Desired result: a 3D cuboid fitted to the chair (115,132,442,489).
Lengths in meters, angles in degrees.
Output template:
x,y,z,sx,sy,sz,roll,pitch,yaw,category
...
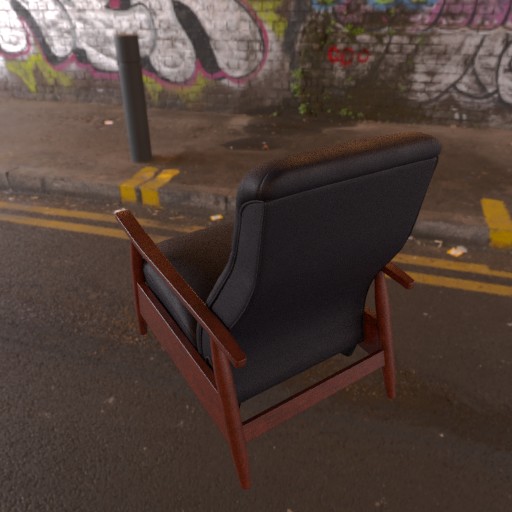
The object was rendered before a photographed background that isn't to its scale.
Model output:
x,y,z,sx,sy,sz,roll,pitch,yaw,category
0.000,0.000,1.716,0.762,1.082,1.014,-18,35,-28,chair
